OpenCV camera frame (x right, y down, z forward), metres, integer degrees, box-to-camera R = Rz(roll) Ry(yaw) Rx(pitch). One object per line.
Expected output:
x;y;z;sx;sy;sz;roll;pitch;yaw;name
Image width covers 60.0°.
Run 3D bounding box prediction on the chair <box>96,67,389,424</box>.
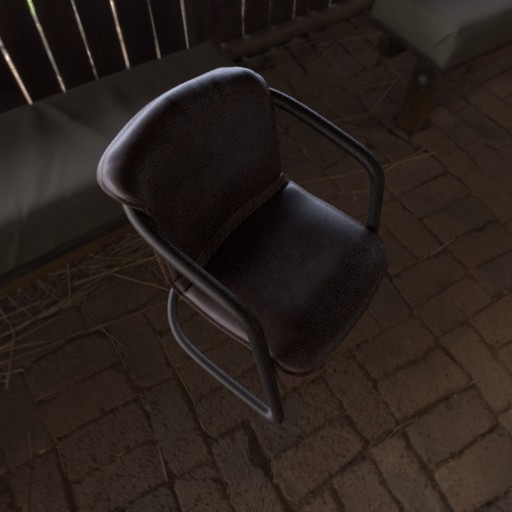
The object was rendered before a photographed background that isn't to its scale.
0.000;0.000;1.248;0.664;0.836;0.536;33;64;19;chair
